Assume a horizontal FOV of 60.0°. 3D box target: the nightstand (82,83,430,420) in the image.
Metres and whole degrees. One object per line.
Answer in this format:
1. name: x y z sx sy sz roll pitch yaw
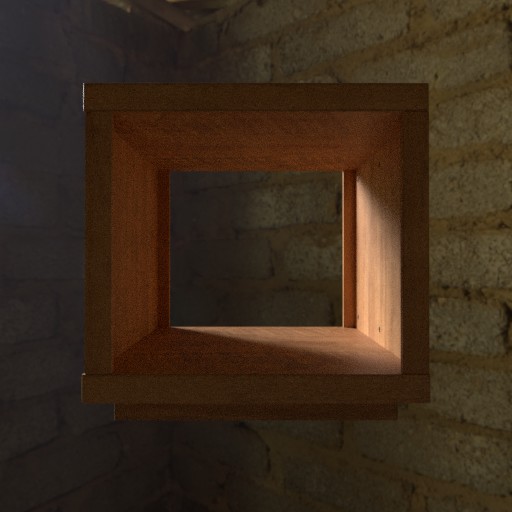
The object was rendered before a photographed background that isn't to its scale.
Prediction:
1. nightstand: 0.000 0.000 0.844 0.493 0.491 0.436 0 0 0
